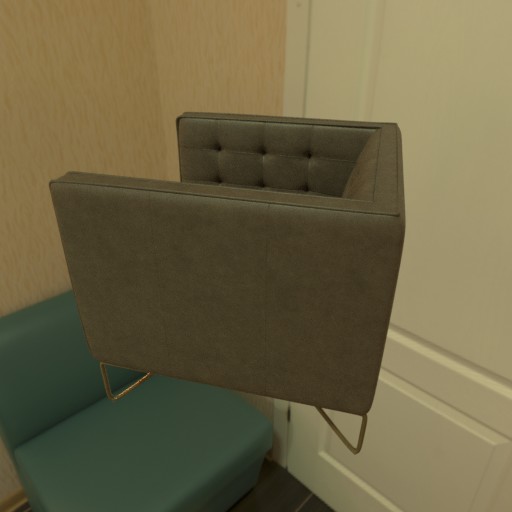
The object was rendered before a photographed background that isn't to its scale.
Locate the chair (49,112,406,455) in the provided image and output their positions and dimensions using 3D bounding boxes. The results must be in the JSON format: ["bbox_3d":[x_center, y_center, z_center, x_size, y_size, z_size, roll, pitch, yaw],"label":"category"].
[{"bbox_3d":[0.000,0.000,1.558,0.894,0.790,0.880,8,30,13],"label":"chair"}]
